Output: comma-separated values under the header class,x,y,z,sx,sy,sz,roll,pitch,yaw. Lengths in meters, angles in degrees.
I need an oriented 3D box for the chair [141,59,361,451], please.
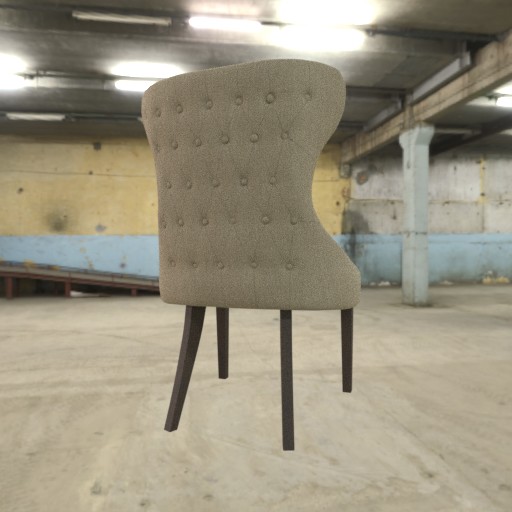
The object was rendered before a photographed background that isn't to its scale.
class,x,y,z,sx,sy,sz,roll,pitch,yaw
chair,0.000,0.000,1.382,0.628,0.967,0.635,0,1,20
